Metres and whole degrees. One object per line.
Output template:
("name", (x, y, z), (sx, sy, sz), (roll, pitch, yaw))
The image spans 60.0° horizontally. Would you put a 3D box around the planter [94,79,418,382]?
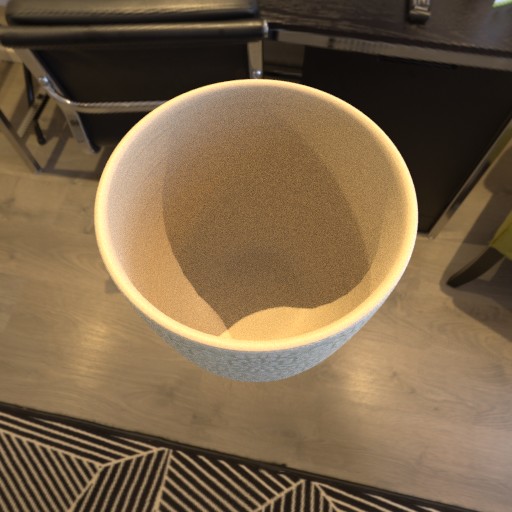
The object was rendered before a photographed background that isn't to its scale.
("planter", (0.000, 0.000, 0.219), (0.124, 0.109, 0.124), (0, 64, 0))
